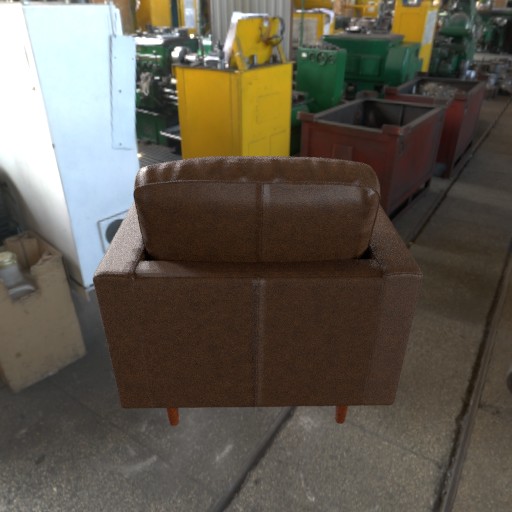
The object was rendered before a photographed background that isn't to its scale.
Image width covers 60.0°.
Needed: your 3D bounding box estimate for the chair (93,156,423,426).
[{"bbox_3d":[0.000,0.000,1.676,0.890,0.956,0.909,0,31,-1],"label":"chair"}]
